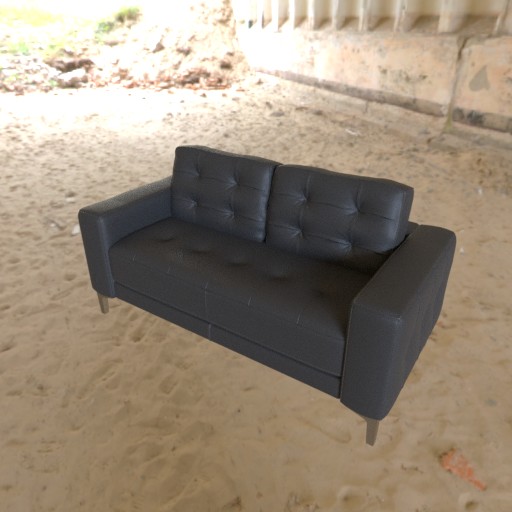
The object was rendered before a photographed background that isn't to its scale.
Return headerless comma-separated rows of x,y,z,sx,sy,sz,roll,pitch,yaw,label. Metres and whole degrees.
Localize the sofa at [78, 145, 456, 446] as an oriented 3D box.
0.000,0.000,2.245,1.726,0.893,0.833,18,33,30,sofa
